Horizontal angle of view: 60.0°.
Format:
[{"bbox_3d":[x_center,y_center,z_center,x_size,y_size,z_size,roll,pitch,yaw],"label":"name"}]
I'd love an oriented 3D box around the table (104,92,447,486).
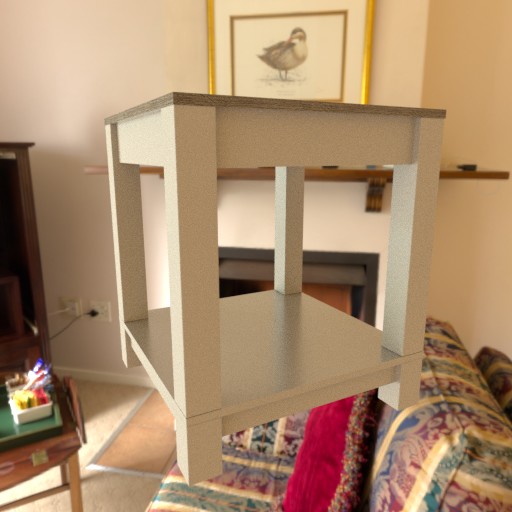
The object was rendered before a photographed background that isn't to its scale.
[{"bbox_3d":[0.000,0.000,0.963,0.506,0.587,0.504,-7,15,-27],"label":"table"}]
